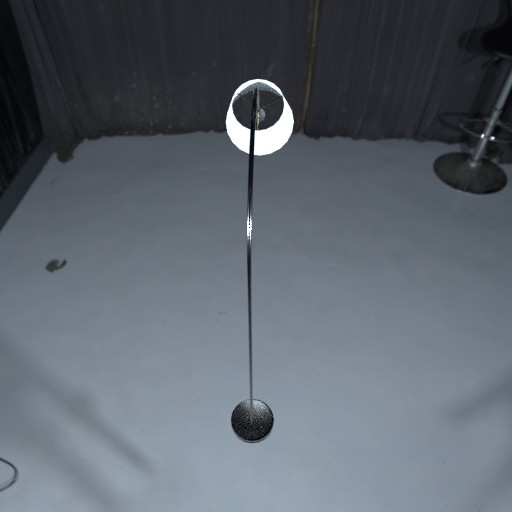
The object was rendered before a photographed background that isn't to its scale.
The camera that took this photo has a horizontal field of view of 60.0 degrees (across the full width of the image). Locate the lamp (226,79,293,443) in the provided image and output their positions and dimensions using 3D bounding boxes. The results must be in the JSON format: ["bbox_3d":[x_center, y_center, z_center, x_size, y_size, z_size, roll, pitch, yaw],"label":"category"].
[{"bbox_3d":[0.000,0.000,2.692,0.406,2.098,1.445,2,46,2],"label":"lamp"}]
